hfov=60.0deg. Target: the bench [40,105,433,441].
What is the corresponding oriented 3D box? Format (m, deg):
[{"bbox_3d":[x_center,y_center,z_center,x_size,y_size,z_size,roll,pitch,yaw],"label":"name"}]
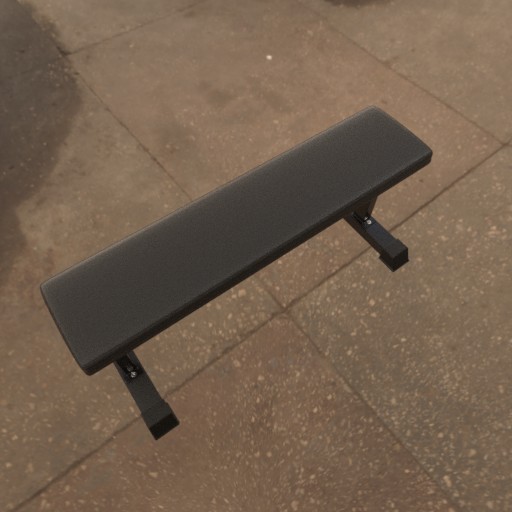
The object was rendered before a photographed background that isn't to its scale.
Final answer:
[{"bbox_3d":[0.000,0.000,1.306,1.072,0.453,0.439,-32,63,-18],"label":"bench"}]
